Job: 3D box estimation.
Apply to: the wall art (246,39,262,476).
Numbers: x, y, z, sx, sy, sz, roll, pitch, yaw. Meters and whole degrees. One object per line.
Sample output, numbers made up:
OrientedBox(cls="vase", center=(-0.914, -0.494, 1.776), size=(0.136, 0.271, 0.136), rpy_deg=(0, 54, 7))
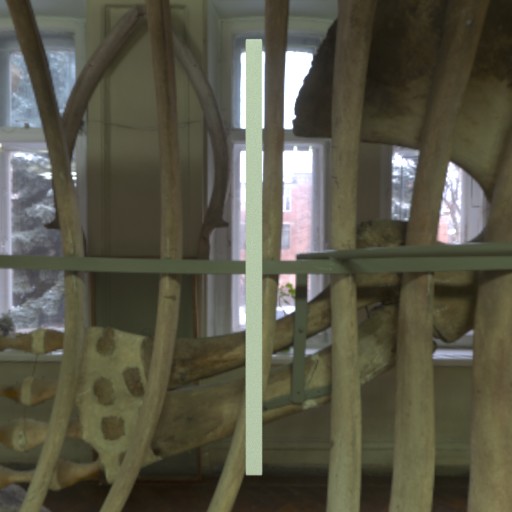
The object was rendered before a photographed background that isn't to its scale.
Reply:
OrientedBox(cls="wall art", center=(0.000, 0.000, 0.766), size=(0.020, 0.536, 0.444), rpy_deg=(0, 1, 1))
